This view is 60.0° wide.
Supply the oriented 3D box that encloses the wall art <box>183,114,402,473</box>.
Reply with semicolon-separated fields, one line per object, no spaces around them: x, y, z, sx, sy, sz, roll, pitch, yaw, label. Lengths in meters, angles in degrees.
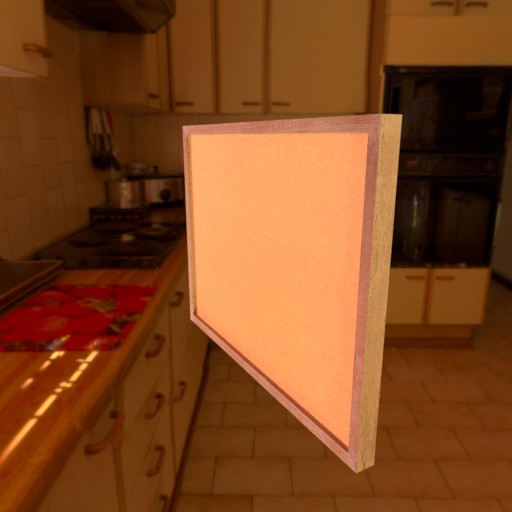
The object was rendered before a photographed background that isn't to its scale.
0.000;0.000;1.746;0.070;1.009;1.320;-8;17;-28;wall art
